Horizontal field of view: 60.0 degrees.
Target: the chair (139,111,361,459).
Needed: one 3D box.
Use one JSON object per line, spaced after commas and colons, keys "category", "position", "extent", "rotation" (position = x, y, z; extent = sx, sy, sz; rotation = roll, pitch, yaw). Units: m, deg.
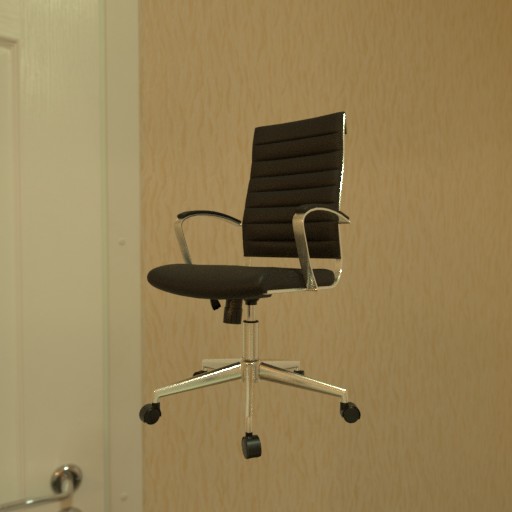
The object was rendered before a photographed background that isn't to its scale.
{"category": "chair", "position": [0.000, 0.000, 1.667], "extent": [0.766, 1.149, 0.739], "rotation": [1, 2, 35]}
